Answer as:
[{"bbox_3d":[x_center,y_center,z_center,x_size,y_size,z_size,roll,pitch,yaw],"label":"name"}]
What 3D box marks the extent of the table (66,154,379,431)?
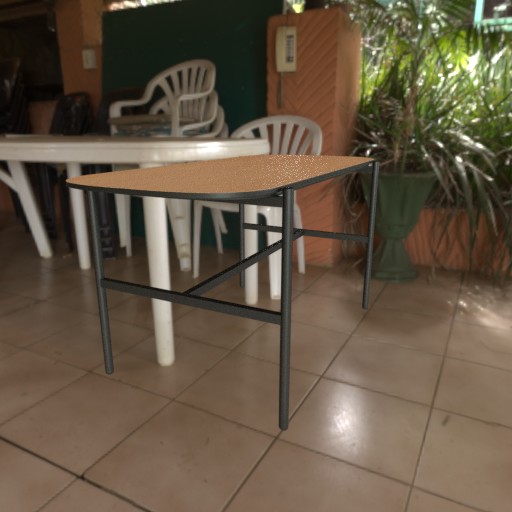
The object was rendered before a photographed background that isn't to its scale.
[{"bbox_3d":[0.000,0.000,1.001,0.400,0.400,0.800,8,18,26],"label":"table"}]
